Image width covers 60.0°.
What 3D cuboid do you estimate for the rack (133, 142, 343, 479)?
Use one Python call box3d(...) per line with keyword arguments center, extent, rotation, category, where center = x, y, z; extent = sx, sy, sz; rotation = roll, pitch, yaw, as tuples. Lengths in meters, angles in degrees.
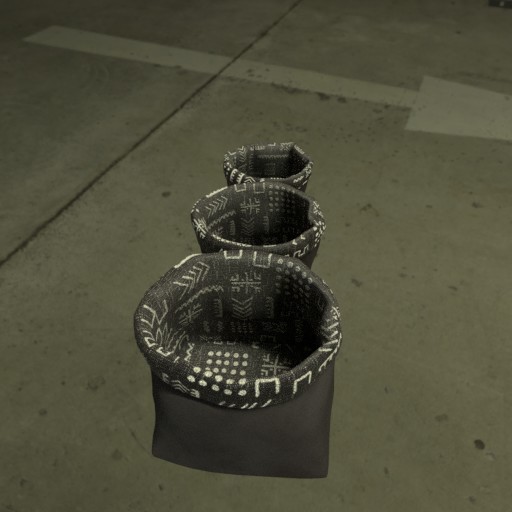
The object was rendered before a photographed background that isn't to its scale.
box3d(center=(0.000, 0.000, 1.073), extent=(0.379, 0.323, 0.905), rotation=(4, 46, 4), category="rack")
